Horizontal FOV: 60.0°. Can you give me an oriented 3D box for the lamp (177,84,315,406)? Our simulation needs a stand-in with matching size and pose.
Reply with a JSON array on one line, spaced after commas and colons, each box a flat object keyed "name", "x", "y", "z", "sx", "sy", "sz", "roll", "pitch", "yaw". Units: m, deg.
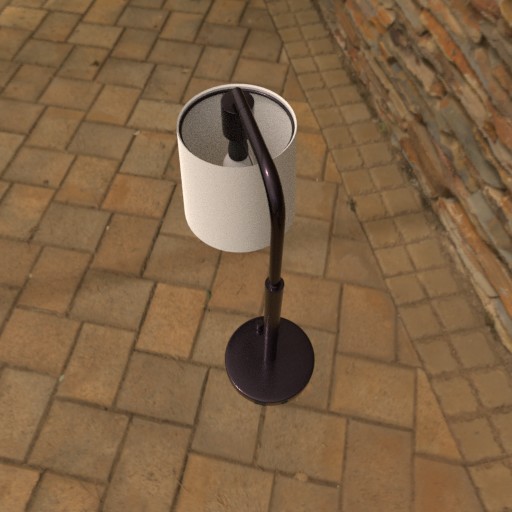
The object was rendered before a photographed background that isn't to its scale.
[{"name": "lamp", "x": 0.000, "y": 0.000, "z": 0.666, "sx": 0.171, "sy": 0.489, "sz": 0.333, "roll": -15, "pitch": 59, "yaw": -9}]
